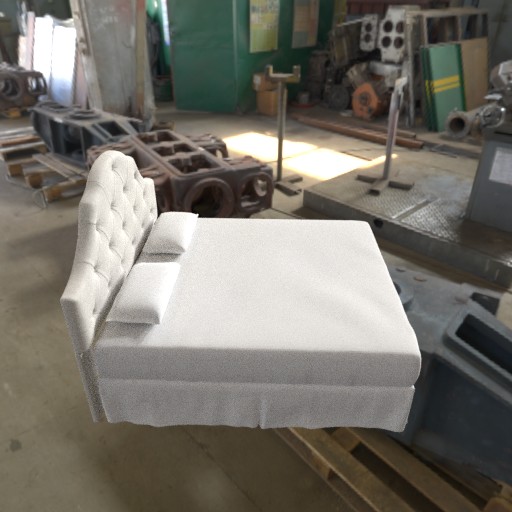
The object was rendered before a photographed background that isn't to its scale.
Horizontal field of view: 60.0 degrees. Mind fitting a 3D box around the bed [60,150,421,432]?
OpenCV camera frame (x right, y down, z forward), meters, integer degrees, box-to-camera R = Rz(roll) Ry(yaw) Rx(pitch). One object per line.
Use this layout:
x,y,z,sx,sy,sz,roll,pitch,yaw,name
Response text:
0.000,0.000,3.507,2.214,1.615,2.008,1,31,2,bed
